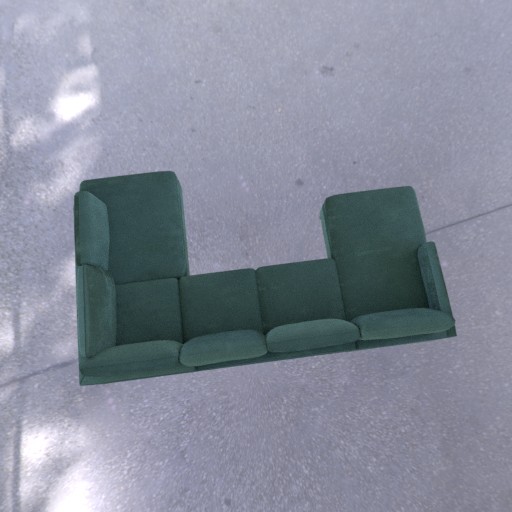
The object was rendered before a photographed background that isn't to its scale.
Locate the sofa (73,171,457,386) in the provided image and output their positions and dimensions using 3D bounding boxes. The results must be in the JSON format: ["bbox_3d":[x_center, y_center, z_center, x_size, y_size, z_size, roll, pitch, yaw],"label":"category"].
[{"bbox_3d":[0.000,0.000,4.400,3.434,0.992,2.055,-7,76,-2],"label":"sofa"}]
